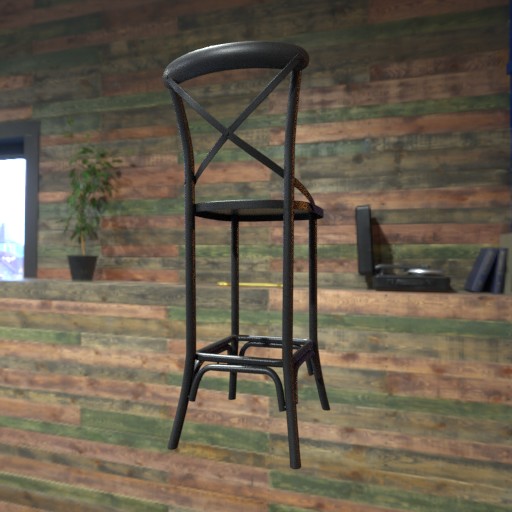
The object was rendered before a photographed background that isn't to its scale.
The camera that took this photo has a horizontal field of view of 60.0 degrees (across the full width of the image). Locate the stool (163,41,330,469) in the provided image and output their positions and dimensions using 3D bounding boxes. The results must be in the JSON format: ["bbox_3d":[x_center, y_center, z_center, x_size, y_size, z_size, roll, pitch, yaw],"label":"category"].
[{"bbox_3d":[0.000,0.000,1.493,0.457,1.168,0.584,0,0,19],"label":"stool"}]
